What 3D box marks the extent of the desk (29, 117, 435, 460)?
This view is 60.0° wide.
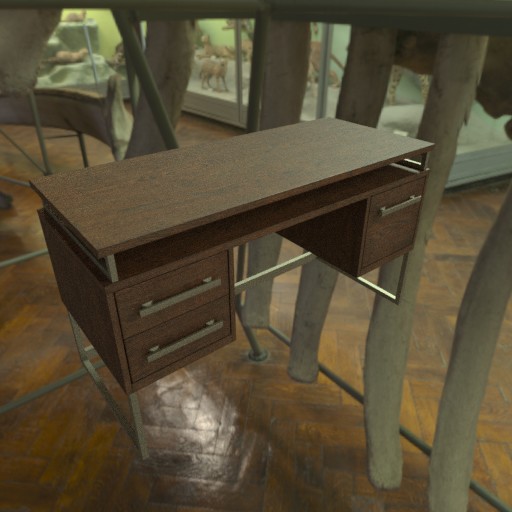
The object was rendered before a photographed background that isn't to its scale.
[{"bbox_3d":[0.000,0.000,1.789,1.384,0.792,0.610,-22,37,-32],"label":"desk"}]
